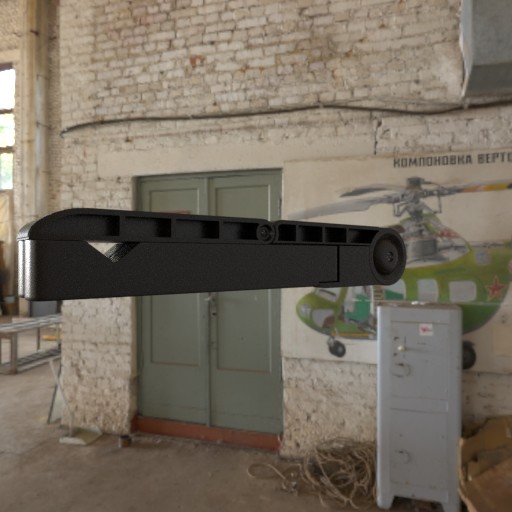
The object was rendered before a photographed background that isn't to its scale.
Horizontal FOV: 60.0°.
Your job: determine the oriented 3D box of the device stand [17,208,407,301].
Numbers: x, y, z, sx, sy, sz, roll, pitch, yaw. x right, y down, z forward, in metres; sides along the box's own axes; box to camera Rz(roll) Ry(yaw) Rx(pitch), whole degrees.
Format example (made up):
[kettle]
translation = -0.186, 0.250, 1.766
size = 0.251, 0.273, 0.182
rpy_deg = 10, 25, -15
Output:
[device stand]
translation = 0.000, 0.000, 0.190
size = 0.179, 0.030, 0.026
rpy_deg = 0, 0, -36
